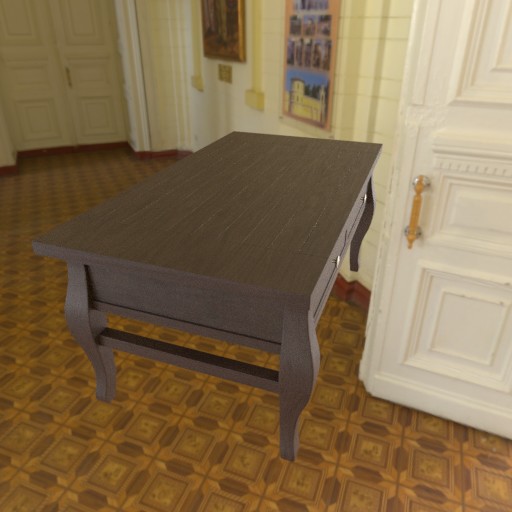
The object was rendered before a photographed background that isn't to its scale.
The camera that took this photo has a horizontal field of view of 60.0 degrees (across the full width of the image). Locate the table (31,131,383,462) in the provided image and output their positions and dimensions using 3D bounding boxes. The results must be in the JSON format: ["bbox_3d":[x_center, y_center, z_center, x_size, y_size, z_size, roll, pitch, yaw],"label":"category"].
[{"bbox_3d":[0.000,0.000,1.367,0.600,0.494,1.062,10,30,18],"label":"table"}]
